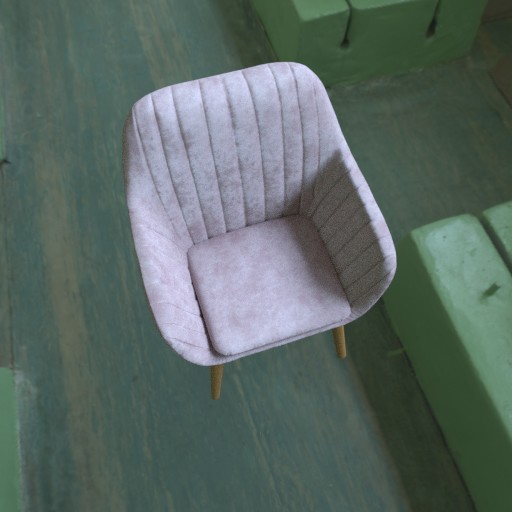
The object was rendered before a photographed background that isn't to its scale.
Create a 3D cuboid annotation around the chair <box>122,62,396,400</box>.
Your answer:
[{"bbox_3d":[0.000,0.000,1.278,0.610,0.832,0.570,-16,65,-8],"label":"chair"}]
